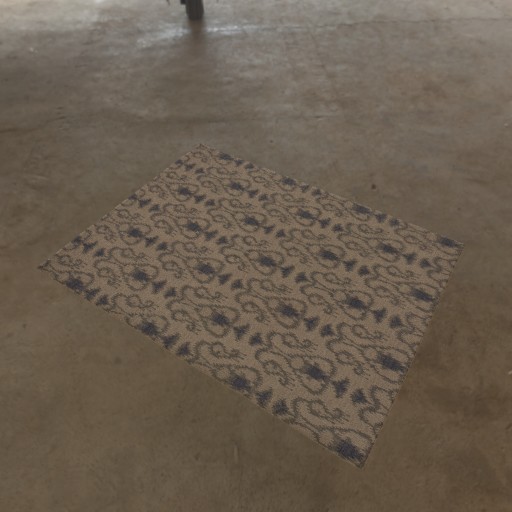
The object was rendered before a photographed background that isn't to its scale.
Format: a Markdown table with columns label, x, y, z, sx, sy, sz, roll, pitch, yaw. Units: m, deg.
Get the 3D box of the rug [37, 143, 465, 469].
| label | x | y | z | sx | sy | sz | roll | pitch | yaw |
| --- | --- | --- | --- | --- | --- | --- | --- | --- | --- |
| rug | 0.000 | 0.000 | 4.136 | 3.205 | 0.015 | 2.437 | 25 | 52 | 22 |
